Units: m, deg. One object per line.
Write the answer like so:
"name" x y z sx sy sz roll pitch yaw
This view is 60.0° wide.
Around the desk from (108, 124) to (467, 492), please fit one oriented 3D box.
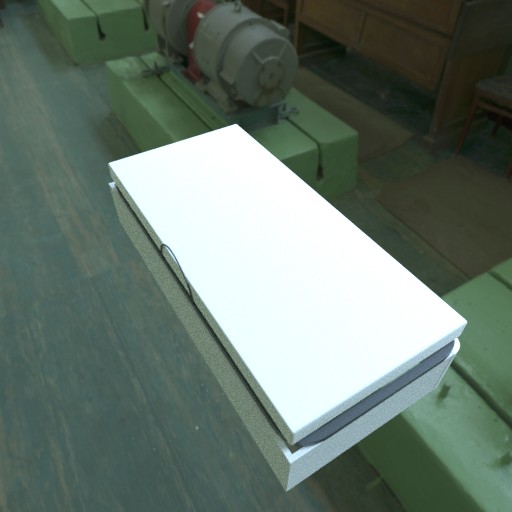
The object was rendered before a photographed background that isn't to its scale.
"desk" 0.000 0.000 2.285 0.900 0.526 1.900 -24 50 -22
